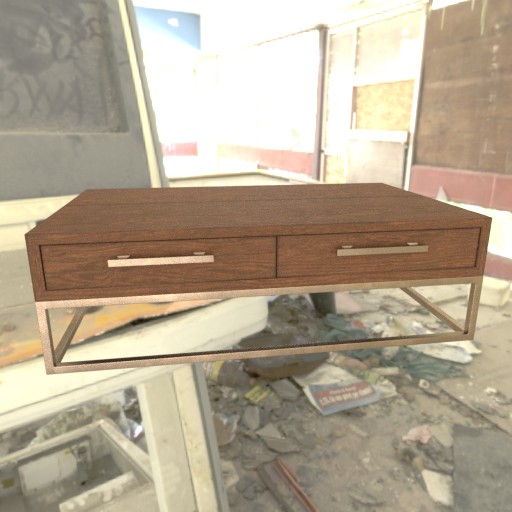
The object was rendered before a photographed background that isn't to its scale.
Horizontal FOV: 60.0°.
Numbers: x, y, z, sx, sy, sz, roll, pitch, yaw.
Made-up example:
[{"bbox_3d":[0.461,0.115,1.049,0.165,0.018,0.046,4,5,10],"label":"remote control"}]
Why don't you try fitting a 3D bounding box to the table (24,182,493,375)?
[{"bbox_3d":[0.000,0.000,1.459,1.167,0.361,0.719,-3,17,-9],"label":"table"}]
